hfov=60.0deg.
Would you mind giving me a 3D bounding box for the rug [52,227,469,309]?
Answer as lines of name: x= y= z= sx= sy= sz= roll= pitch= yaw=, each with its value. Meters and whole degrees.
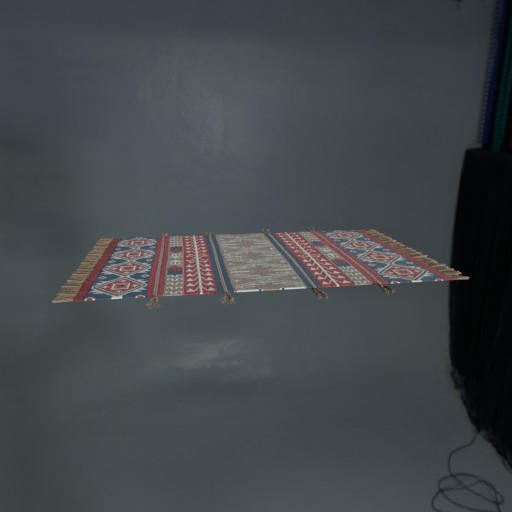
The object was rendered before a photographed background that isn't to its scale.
rug: x=0.000 y=0.000 z=2.671 sx=2.025 sy=0.040 sz=1.469 roll=-2 pitch=15 yaw=-9
